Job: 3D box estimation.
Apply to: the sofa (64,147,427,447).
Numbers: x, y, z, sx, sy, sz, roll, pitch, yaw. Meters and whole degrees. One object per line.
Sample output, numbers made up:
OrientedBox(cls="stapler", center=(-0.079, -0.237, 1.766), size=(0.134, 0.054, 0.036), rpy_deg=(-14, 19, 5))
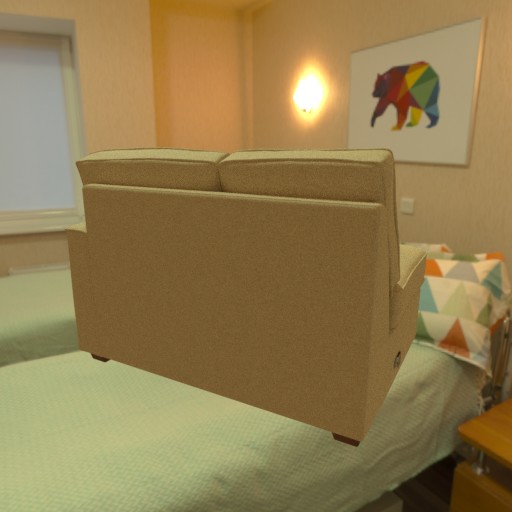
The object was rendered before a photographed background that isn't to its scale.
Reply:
OrientedBox(cls="sofa", center=(0.000, 0.000, 2.047), size=(1.388, 0.989, 0.991), rpy_deg=(8, 17, 28))
